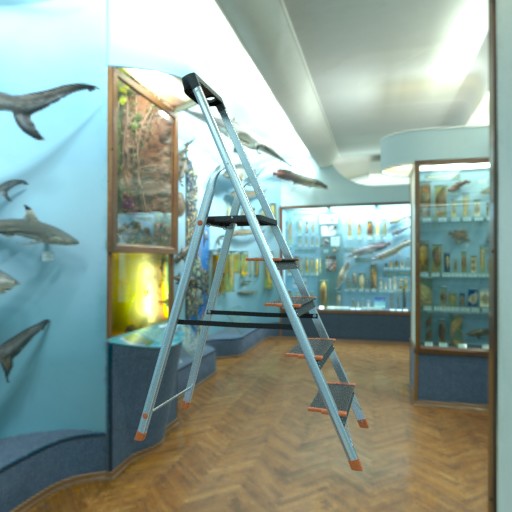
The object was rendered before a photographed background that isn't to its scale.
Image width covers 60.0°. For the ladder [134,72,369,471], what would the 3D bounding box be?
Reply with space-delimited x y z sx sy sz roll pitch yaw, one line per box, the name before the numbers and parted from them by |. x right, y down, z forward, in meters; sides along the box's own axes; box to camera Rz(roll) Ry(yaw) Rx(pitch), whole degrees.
ladder | 0.000 0.000 2.066 0.995 1.646 0.480 0 -1 17
